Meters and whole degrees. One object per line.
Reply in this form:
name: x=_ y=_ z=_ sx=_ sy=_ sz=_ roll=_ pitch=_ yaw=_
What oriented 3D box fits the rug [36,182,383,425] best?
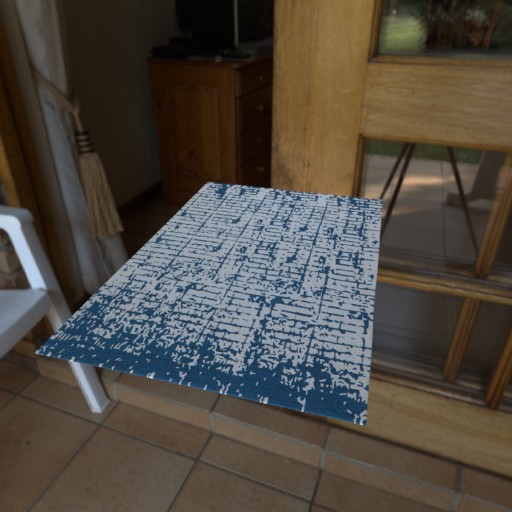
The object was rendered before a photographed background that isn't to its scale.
rug: x=0.000 y=0.000 z=2.286 sx=1.220 sy=0.007 sz=1.828 roll=8 pitch=31 yaw=13
